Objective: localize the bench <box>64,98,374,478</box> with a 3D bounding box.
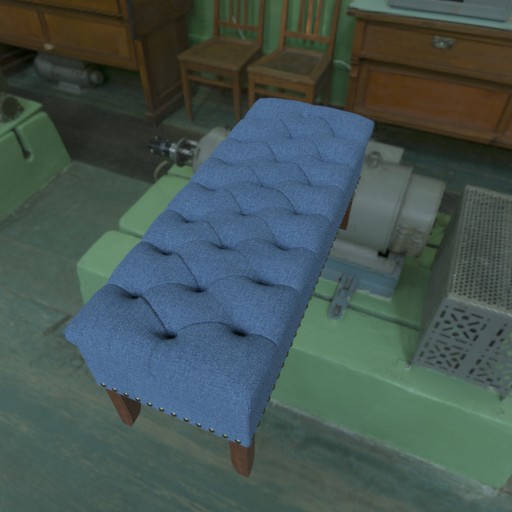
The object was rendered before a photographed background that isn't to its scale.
[{"bbox_3d":[0.000,0.000,1.312,0.417,0.492,1.052,17,49,15],"label":"bench"}]
